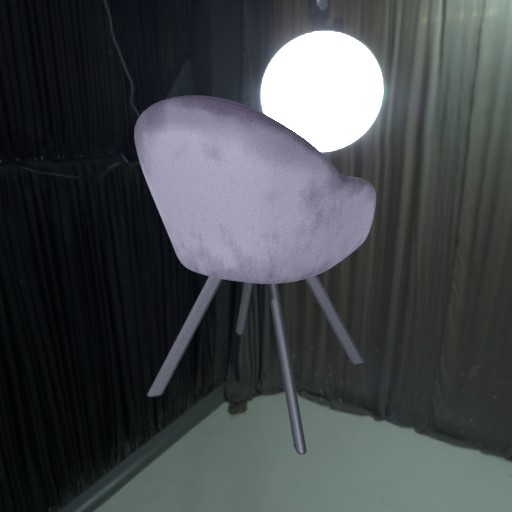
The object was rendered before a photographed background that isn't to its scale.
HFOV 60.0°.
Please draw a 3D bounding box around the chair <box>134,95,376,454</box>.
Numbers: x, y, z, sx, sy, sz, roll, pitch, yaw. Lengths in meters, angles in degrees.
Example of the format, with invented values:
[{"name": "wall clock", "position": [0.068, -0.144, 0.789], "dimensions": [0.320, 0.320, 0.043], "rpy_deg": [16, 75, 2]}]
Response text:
[{"name": "chair", "position": [0.000, 0.000, 1.211], "dimensions": [0.550, 0.795, 0.590], "rpy_deg": [9, 18, 28]}]
